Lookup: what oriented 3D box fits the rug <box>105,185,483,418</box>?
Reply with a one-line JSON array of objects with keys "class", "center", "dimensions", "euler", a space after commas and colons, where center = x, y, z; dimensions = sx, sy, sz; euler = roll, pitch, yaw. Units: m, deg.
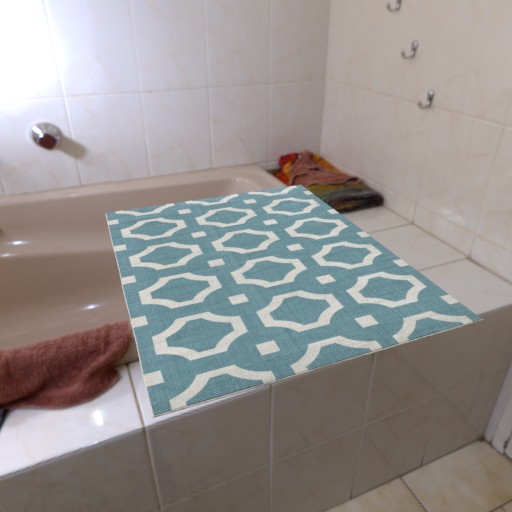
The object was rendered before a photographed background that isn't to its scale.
[{"class": "rug", "center": [0.000, 0.000, 4.157], "dimensions": [2.466, 0.021, 3.049], "euler": [-11, 31, -19]}]
